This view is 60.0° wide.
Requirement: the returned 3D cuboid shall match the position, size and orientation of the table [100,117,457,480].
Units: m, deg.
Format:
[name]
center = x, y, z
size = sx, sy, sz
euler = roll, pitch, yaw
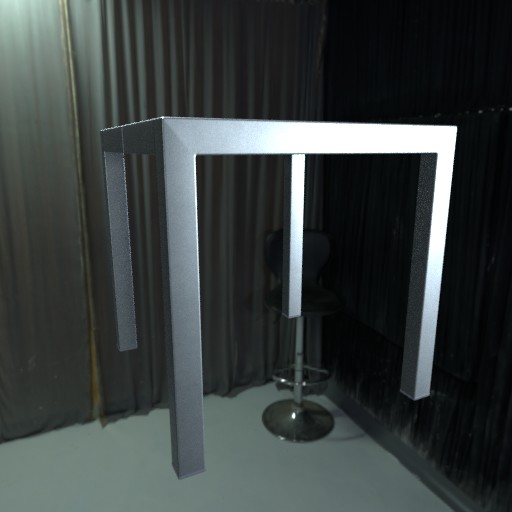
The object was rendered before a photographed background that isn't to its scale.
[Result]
[table]
center = 0.000, 0.000, 0.917
size = 0.508, 0.508, 0.508
euler = -7, 15, -26
